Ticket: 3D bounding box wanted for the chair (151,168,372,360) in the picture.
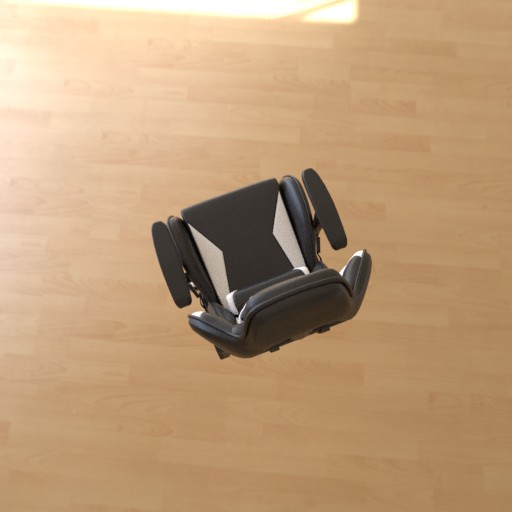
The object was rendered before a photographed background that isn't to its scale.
[{"bbox_3d":[0.000,0.000,1.695,0.730,1.285,0.695,-20,77,-5],"label":"chair"}]
